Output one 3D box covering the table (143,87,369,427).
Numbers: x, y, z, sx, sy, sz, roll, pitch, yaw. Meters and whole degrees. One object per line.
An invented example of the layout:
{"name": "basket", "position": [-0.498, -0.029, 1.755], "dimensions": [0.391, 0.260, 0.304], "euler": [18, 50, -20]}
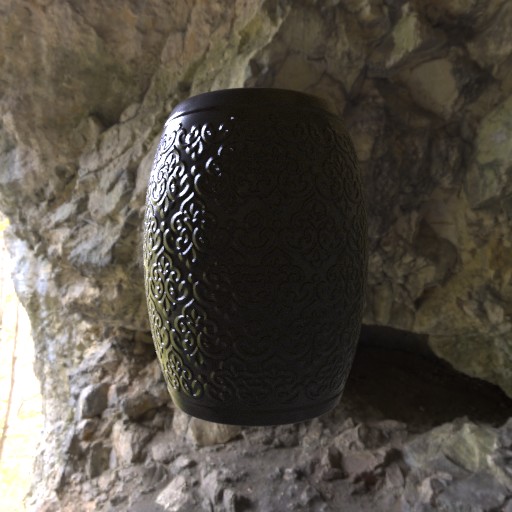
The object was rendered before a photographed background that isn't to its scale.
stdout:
{"name": "table", "position": [0.000, 0.000, 0.627], "dimensions": [0.309, 0.397, 0.309], "euler": [0, 1, 0]}
